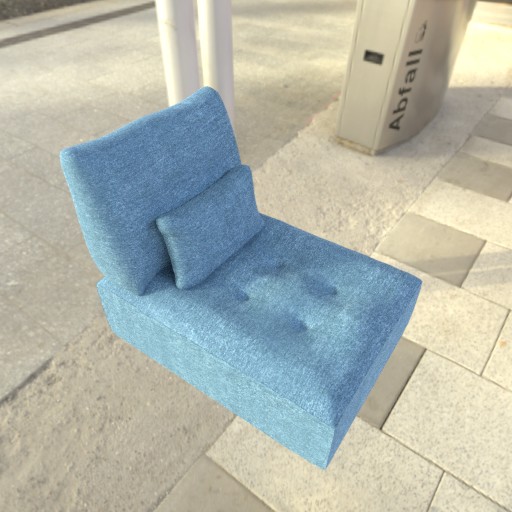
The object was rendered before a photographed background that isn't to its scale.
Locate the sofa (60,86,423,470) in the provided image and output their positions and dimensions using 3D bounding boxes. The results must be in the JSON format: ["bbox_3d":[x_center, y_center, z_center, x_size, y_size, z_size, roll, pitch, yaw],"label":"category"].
[{"bbox_3d":[0.000,0.000,1.533,1.000,0.820,0.700,25,47,26],"label":"sofa"}]
